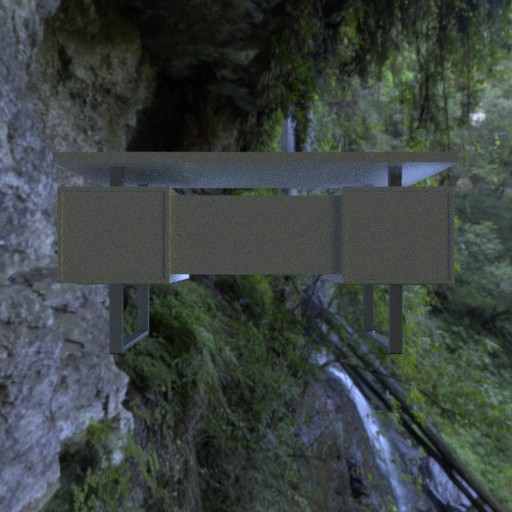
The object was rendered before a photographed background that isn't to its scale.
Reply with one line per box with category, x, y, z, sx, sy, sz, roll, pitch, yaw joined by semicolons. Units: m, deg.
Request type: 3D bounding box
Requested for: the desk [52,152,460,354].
desk;0.000;0.000;1.957;1.530;0.773;0.603;0;0;0
